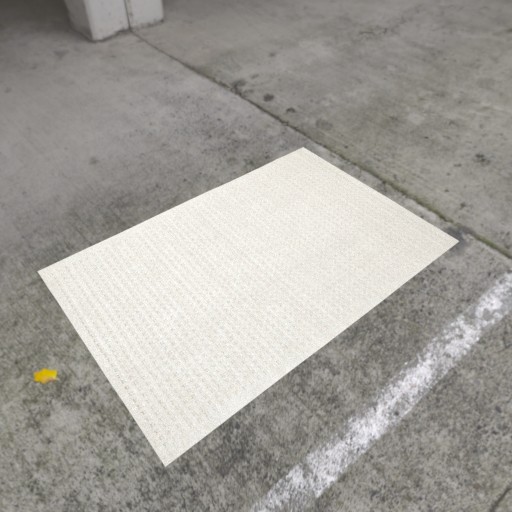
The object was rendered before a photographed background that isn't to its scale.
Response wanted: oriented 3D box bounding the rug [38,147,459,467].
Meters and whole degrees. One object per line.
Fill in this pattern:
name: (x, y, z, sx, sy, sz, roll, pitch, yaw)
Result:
rug: (0.000, 0.000, 2.873, 2.289, 0.006, 1.523, -30, 53, -27)
